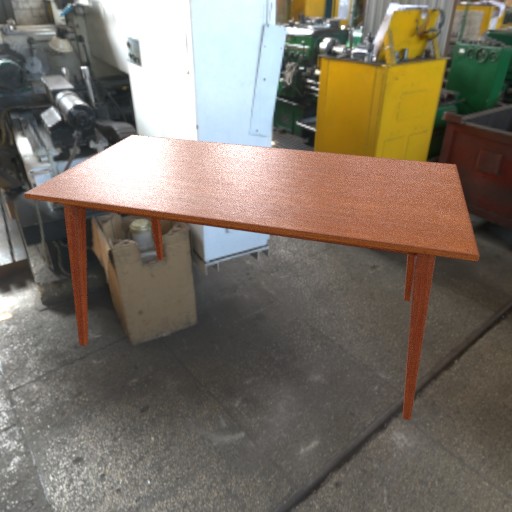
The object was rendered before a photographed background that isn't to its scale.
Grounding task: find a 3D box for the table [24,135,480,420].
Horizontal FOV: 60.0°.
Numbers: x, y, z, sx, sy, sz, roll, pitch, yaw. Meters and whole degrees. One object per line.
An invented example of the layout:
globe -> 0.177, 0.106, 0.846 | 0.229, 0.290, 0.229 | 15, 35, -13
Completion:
table -> 0.000, 0.000, 2.022 | 1.609, 0.755, 0.811 | 9, 33, 14
